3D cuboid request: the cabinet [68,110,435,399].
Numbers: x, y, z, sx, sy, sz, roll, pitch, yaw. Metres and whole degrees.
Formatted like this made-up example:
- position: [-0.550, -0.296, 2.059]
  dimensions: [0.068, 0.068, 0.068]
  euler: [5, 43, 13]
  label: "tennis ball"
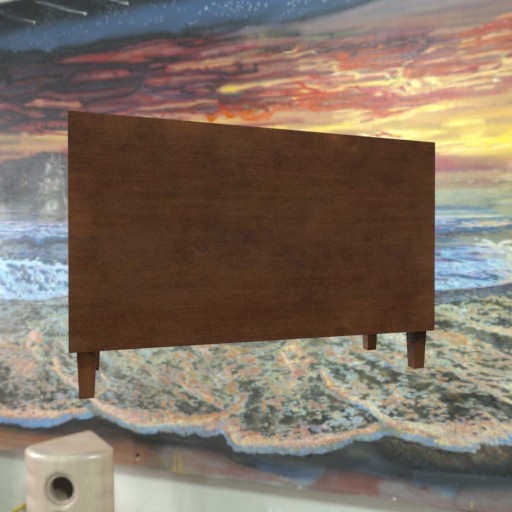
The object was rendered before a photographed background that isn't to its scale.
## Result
- position: [0.000, 0.000, 1.587]
  dimensions: [1.204, 0.805, 0.403]
  euler: [0, 0, -17]
  label: "cabinet"
